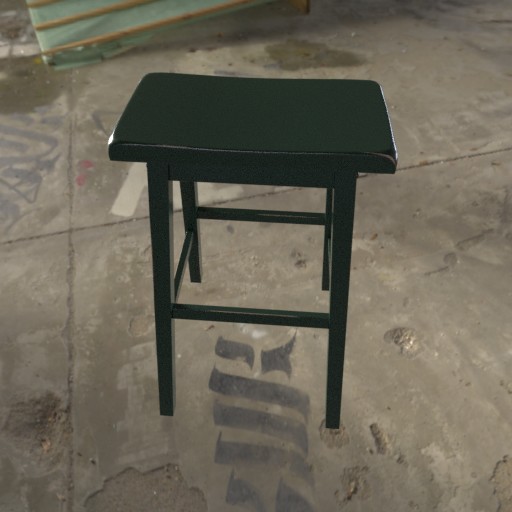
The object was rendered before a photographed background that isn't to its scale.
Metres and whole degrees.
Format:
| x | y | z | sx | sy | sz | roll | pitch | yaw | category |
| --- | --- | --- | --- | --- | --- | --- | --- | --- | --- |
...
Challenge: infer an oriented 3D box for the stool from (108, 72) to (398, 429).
| x | y | z | sx | sy | sz | roll | pitch | yaw | category |
| --- | --- | --- | --- | --- | --- | --- | --- | --- | --- |
| 0.000 | 0.000 | 1.017 | 0.457 | 0.737 | 0.476 | 3 | 47 | 3 | stool |
